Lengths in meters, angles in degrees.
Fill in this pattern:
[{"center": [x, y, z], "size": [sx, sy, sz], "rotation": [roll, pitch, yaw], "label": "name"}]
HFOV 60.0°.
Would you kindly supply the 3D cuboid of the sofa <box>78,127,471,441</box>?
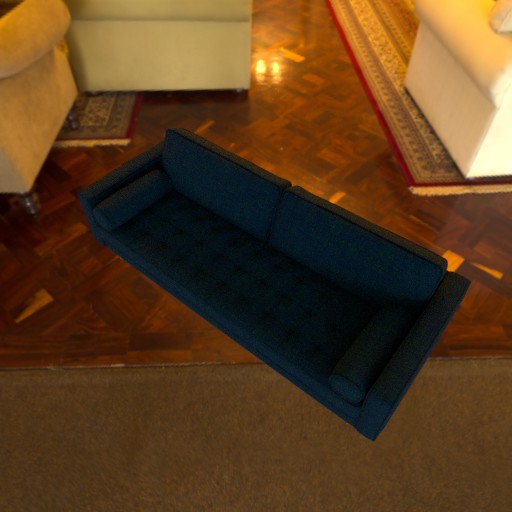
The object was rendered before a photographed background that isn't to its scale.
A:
[{"center": [0.000, 0.000, 2.689], "size": [2.210, 0.762, 0.914], "rotation": [31, 56, 25], "label": "sofa"}]
